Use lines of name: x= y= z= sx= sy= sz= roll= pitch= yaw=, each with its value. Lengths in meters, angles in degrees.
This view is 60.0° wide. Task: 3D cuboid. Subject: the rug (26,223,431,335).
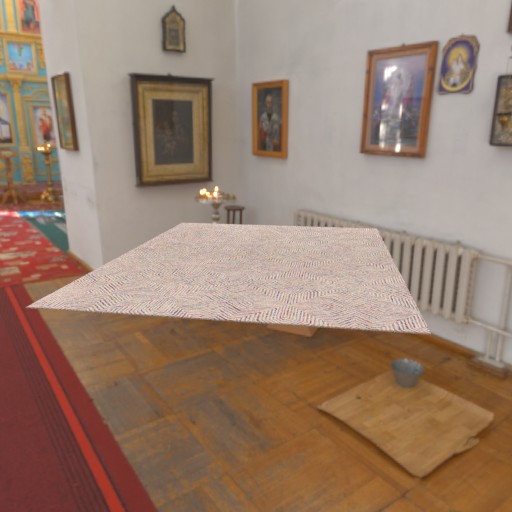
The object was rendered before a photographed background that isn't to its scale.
rug: x=0.000 y=0.000 z=4.058 sx=2.442 sy=0.008 sz=3.046 roll=2 pitch=15 yaw=9
